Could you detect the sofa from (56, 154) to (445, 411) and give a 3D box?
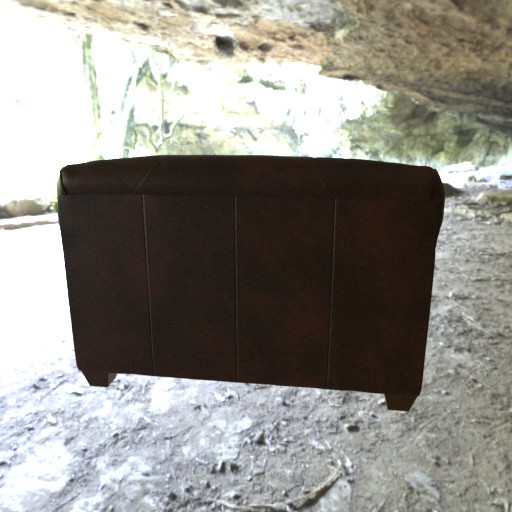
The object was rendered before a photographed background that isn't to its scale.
[{"bbox_3d":[0.000,0.000,2.093,1.413,0.956,1.000,2,15,8],"label":"sofa"}]
